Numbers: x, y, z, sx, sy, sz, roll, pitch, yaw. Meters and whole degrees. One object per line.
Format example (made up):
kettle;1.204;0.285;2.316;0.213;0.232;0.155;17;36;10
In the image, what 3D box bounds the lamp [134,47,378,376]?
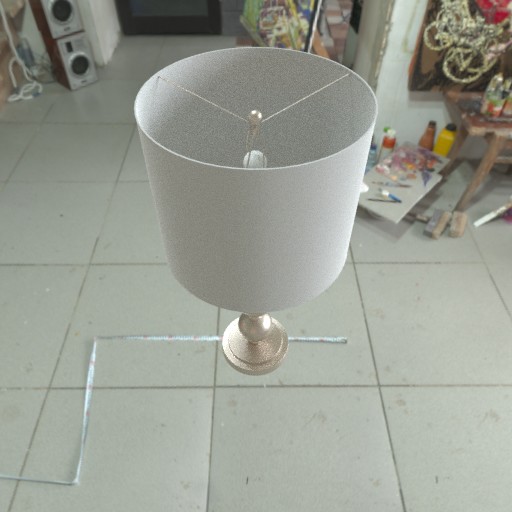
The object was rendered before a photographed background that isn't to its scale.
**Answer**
lamp;0.000;0.000;0.705;0.277;0.538;0.277;-23;51;-20
